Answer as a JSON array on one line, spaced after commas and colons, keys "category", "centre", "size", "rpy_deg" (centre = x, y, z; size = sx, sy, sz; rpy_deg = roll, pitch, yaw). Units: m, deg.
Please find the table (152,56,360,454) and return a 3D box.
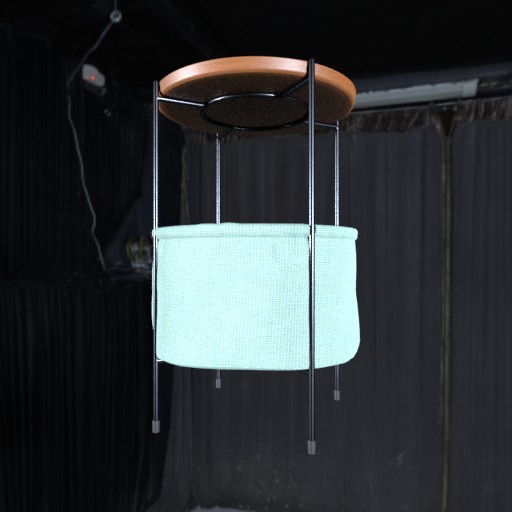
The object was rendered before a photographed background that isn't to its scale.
[{"category": "table", "centre": [0.000, 0.000, 0.875], "size": [0.400, 0.623, 0.400], "rpy_deg": [0, 0, 18]}]
